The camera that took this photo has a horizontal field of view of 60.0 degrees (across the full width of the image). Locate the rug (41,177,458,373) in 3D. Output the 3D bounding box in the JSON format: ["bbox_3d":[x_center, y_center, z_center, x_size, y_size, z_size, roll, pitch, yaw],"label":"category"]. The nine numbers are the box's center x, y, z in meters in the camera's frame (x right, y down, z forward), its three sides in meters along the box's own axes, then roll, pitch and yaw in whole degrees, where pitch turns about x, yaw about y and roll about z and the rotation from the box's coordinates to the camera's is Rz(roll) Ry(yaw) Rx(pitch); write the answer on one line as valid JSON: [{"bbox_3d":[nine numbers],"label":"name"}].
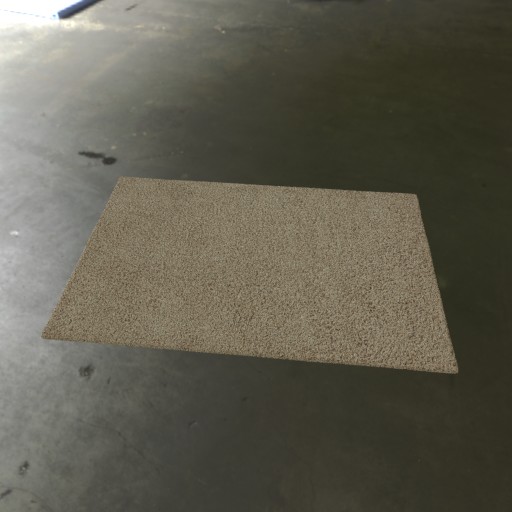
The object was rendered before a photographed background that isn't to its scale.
[{"bbox_3d":[0.000,0.000,3.488,2.743,0.030,1.778,4,47,4],"label":"rug"}]
